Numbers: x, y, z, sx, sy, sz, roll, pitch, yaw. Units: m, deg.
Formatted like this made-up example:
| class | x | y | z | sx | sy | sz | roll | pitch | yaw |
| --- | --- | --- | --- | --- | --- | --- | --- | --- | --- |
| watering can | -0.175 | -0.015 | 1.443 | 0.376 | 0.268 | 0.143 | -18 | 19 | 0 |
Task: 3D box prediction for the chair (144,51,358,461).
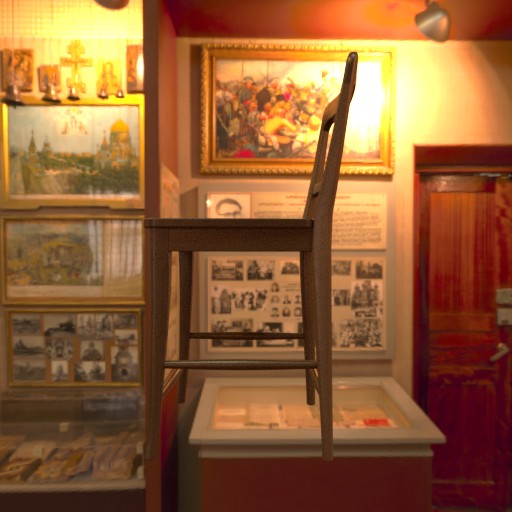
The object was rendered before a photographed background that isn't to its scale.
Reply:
| class | x | y | z | sx | sy | sz | roll | pitch | yaw |
| --- | --- | --- | --- | --- | --- | --- | --- | --- | --- |
| chair | 0.000 | 0.000 | 1.276 | 0.546 | 0.991 | 0.450 | 0 | 1 | 1 |
